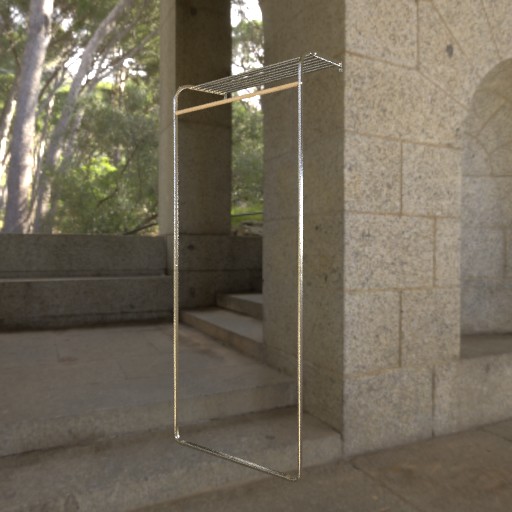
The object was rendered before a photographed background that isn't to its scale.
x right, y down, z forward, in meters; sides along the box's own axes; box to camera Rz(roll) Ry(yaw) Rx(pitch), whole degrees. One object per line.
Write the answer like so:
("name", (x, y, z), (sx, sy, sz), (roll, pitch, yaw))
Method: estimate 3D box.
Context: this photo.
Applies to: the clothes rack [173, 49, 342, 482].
("clothes rack", (0.000, 0.000, 1.834), (0.609, 1.574, 0.349), (0, 1, 34))
